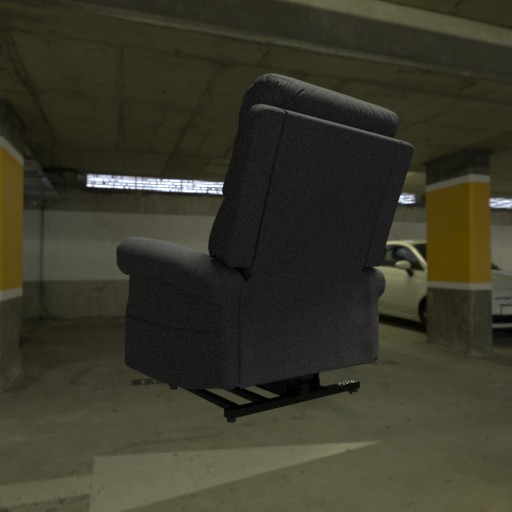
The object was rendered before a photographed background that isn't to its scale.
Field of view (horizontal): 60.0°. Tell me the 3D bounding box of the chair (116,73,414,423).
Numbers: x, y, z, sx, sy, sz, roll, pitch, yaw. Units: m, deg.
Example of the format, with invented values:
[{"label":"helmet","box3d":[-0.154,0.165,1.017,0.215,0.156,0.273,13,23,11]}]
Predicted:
[{"label":"chair","box3d":[0.000,0.000,1.740,0.871,1.031,0.979,1,-1,-36]}]
